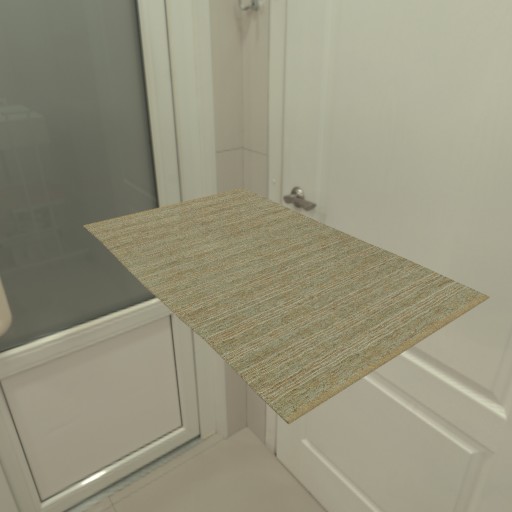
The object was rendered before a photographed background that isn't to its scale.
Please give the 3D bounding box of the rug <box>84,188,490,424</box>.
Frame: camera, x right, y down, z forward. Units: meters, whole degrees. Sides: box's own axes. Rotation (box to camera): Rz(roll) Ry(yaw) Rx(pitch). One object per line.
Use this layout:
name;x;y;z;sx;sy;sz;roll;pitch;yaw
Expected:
rug;0.000;0.000;3.004;1.540;0.012;2.448;-19;33;-32
